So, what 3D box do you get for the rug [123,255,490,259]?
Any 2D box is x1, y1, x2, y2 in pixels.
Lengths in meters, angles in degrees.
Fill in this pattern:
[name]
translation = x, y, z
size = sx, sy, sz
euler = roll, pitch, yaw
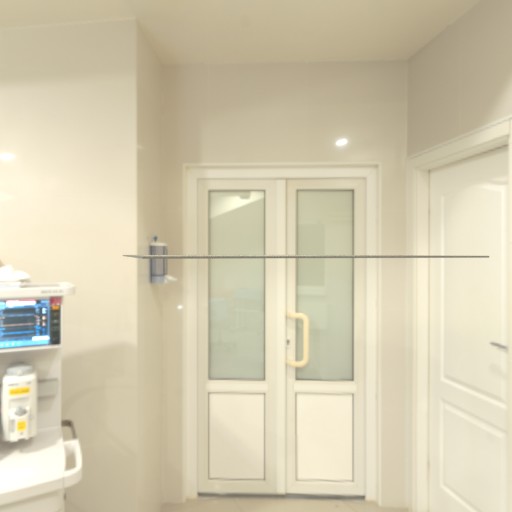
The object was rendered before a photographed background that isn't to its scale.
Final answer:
[rug]
translation = 0.000, 0.000, 4.316
size = 2.393, 0.013, 3.307
euler = 0, 0, -19
